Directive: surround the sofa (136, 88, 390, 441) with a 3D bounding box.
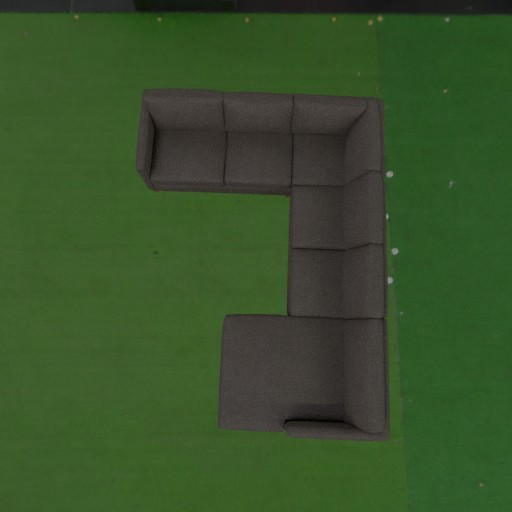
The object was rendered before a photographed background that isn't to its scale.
[{"bbox_3d":[0.000,0.000,4.598,2.594,0.961,3.460,2,78,1],"label":"sofa"}]
